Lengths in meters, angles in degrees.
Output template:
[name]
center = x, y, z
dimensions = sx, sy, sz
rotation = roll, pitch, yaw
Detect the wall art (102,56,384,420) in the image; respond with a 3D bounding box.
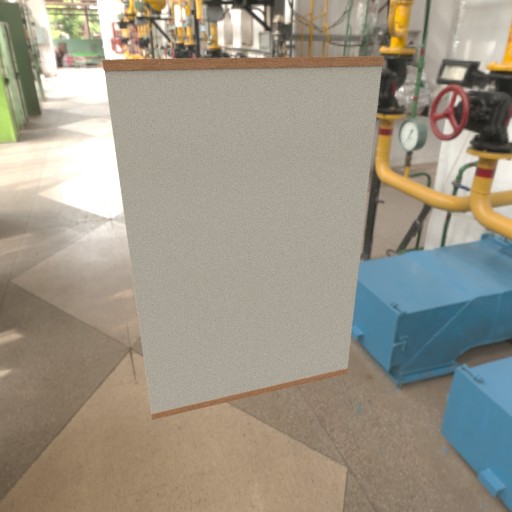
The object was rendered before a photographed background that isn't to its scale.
[wall art]
center = 0.000, 0.000, 1.865
dimensions = 1.019, 1.527, 0.019
rotation = -8, 27, -16
